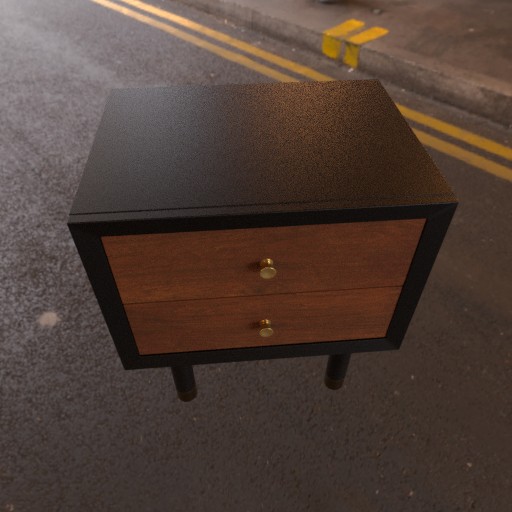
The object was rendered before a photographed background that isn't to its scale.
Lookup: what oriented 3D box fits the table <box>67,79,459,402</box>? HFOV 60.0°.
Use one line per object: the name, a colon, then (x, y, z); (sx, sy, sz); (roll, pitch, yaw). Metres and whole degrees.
table: (0.000, 0.000, 0.981); (0.564, 0.584, 0.441); (-3, 45, -3)
